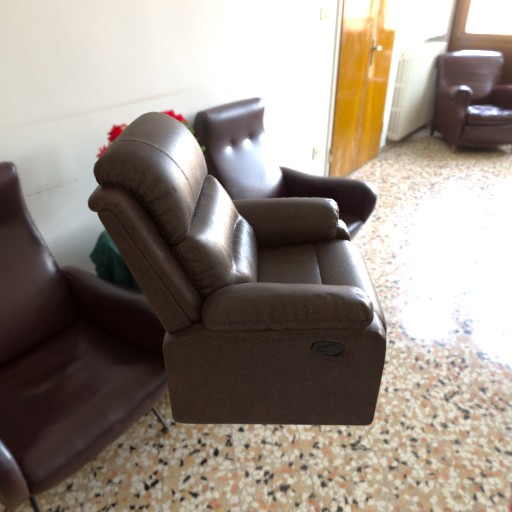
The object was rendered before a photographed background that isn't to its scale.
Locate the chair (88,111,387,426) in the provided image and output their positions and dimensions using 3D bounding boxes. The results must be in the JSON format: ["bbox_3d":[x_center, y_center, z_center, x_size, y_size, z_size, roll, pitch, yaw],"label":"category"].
[{"bbox_3d":[0.000,0.000,1.665,0.919,0.992,0.855,0,30,1],"label":"chair"}]
